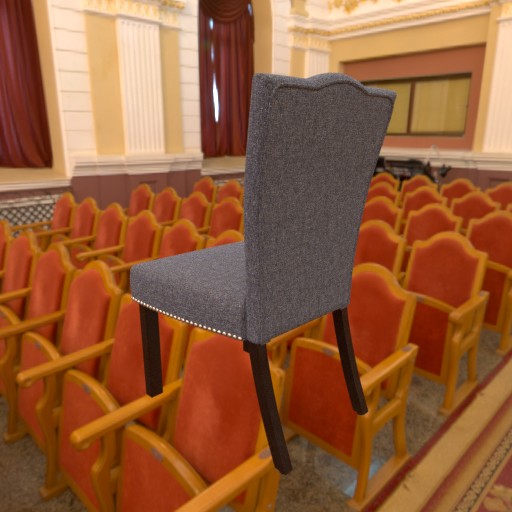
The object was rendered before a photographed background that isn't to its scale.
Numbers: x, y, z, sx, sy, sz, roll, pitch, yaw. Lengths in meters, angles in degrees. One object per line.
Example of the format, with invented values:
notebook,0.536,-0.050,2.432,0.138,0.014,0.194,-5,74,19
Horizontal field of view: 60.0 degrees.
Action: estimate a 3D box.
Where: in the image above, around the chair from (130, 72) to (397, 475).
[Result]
chair,0.000,0.000,1.289,0.518,0.946,0.589,-14,21,-42
